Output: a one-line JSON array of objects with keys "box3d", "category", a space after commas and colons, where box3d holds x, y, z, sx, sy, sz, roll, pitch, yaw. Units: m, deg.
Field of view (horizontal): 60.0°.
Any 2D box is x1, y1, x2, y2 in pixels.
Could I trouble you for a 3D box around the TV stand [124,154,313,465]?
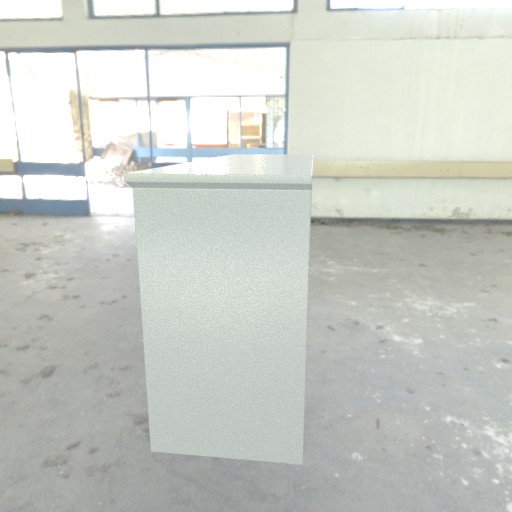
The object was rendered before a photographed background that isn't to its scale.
[{"box3d": [0.000, 0.000, 1.428, 0.344, 0.603, 1.167, 2, 15, 7], "category": "TV stand"}]
